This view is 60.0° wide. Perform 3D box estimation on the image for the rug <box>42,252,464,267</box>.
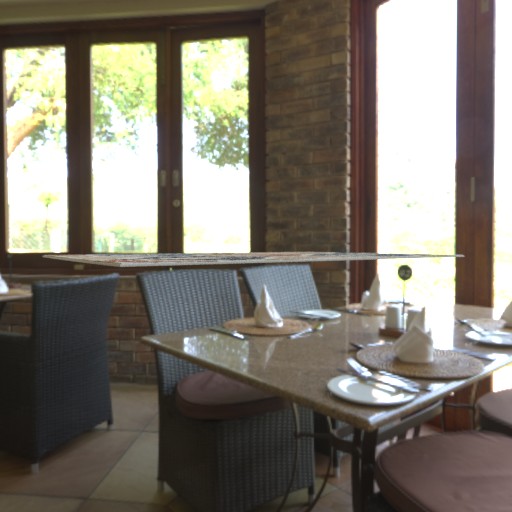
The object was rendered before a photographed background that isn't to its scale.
[{"bbox_3d":[0.000,0.000,2.848,2.275,0.014,1.514,-1,2,-35],"label":"rug"}]
